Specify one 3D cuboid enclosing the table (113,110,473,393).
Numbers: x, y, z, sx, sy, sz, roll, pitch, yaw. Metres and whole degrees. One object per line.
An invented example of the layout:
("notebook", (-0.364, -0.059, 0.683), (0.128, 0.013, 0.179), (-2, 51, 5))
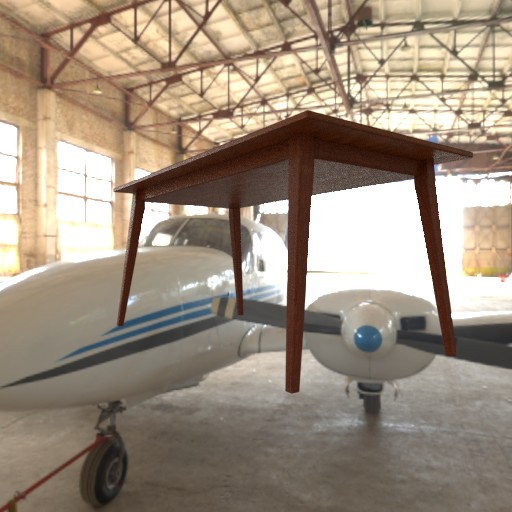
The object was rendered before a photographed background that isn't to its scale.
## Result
("table", (0.000, 0.000, 2.042), (0.811, 0.755, 1.609), (0, 0, -35))
